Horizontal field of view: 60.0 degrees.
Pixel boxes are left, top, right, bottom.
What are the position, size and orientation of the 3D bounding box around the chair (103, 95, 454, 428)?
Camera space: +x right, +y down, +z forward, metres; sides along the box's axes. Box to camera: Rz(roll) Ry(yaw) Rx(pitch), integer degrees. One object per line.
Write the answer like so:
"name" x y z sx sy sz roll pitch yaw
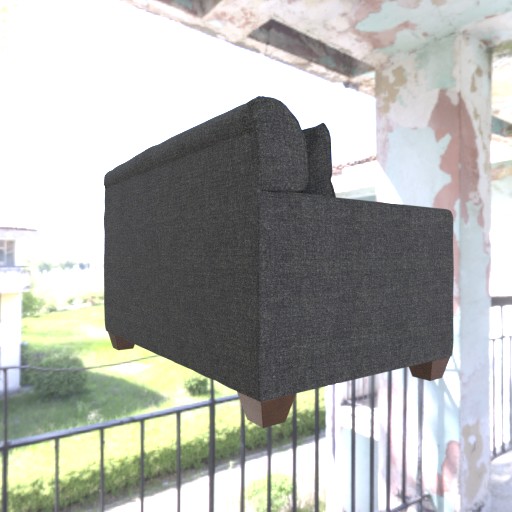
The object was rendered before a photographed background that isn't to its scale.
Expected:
"chair" 0.000 0.000 2.014 1.000 0.948 1.383 0 0 -36
